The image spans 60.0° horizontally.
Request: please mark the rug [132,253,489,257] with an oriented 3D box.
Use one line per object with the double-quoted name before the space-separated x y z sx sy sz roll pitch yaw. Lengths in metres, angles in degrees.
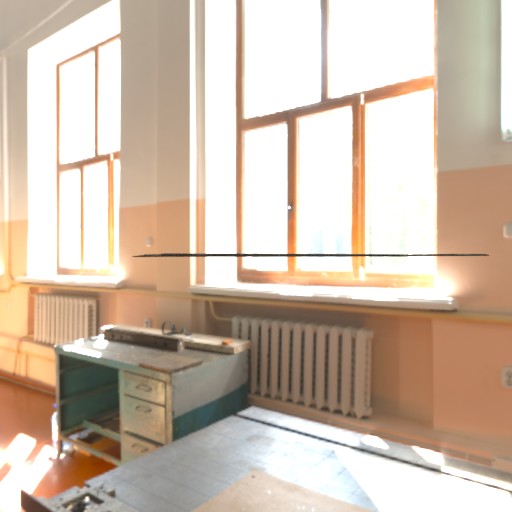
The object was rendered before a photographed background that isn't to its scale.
"rug" 0.000 0.000 2.998 1.520 0.015 2.434 0 0 -18
